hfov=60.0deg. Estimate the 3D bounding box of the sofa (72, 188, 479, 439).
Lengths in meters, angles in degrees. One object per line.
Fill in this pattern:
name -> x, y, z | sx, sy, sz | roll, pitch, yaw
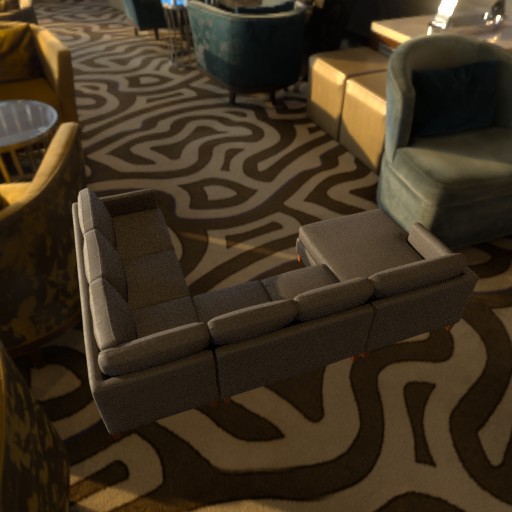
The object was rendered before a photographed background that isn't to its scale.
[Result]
sofa -> 0.000, 0.000, 4.653 | 3.460, 0.961, 2.594 | -14, 43, -15
